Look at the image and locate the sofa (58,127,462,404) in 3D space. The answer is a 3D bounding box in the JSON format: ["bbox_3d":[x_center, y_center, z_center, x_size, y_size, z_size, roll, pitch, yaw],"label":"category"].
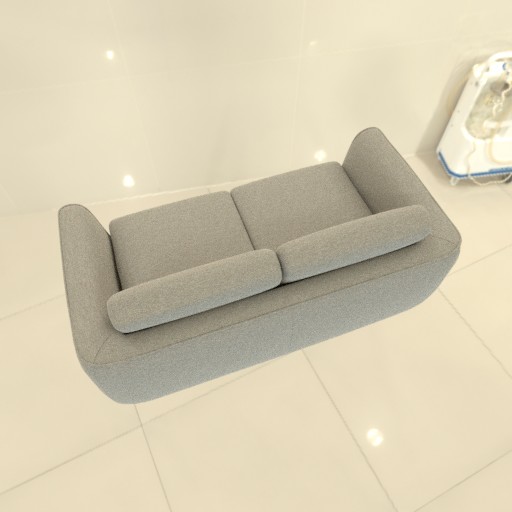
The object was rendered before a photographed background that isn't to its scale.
[{"bbox_3d":[0.000,0.000,2.150,1.700,0.850,0.920,-17,58,-11],"label":"sofa"}]
